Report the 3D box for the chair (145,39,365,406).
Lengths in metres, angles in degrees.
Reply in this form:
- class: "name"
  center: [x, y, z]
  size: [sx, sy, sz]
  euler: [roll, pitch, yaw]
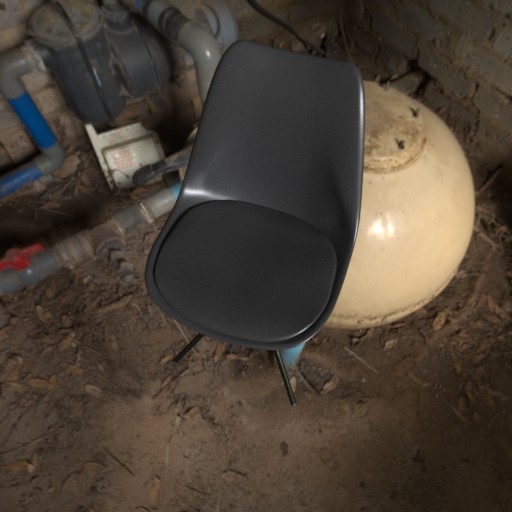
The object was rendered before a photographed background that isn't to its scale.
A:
- class: "chair"
  center: [0.000, 0.000, 1.144]
  size: [0.461, 0.850, 0.525]
  euler: [17, 59, 10]
